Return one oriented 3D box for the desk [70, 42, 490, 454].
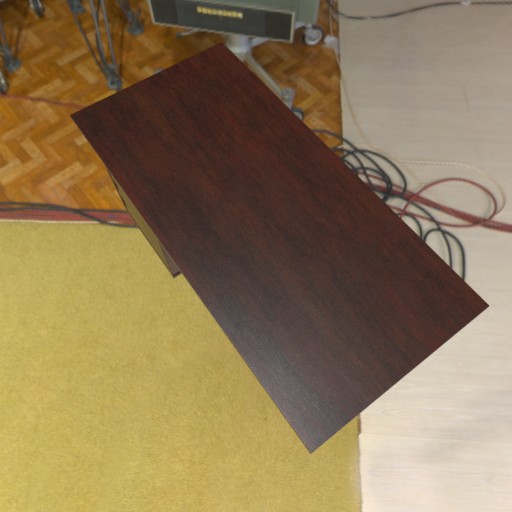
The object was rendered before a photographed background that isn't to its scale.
[{"bbox_3d":[0.000,0.000,1.668,0.612,0.758,1.277,-33,68,-15],"label":"desk"}]
